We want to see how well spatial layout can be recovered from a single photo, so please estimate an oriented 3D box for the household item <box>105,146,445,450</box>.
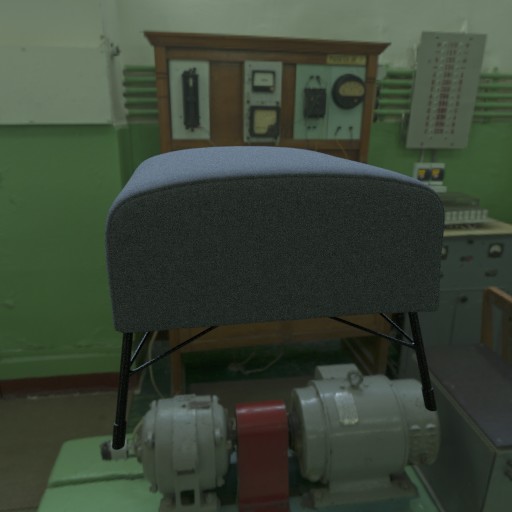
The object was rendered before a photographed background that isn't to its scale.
[{"bbox_3d":[0.000,0.000,0.887,0.530,0.410,0.530,-3,18,-10],"label":"household item"}]
